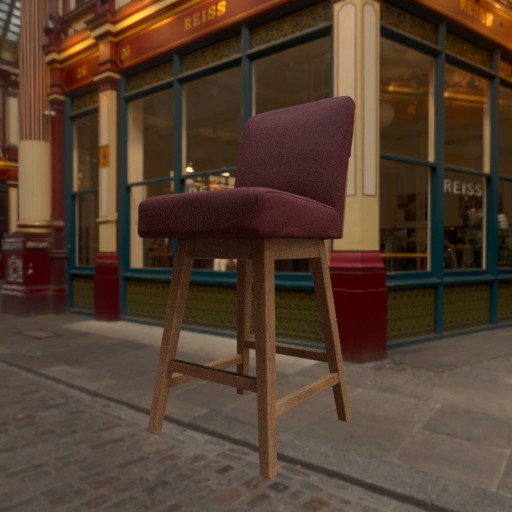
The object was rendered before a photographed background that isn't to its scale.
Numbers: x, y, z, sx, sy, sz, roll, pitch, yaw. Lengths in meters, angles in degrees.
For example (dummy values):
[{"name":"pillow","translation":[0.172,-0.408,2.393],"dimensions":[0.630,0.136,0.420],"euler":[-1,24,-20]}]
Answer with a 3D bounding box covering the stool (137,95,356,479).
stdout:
[{"name":"stool","translation":[0.000,0.000,1.357],"dimensions":[0.468,1.038,0.562],"euler":[1,2,37]}]
